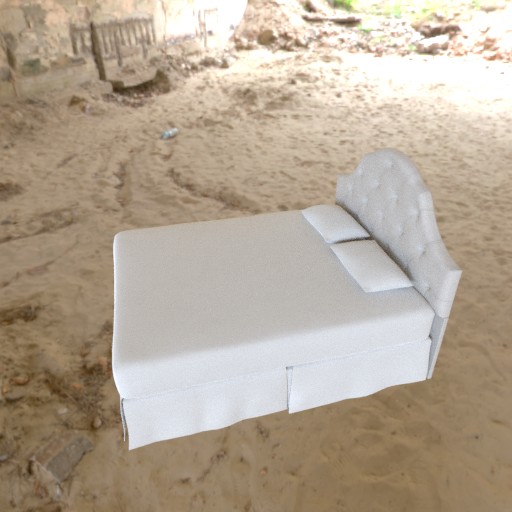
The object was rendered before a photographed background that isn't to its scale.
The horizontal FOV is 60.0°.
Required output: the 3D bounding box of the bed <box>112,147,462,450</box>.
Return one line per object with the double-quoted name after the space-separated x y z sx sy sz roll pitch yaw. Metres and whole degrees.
0.000 0.000 3.771 2.477 1.617 2.039 -8 32 -13 "bed"
